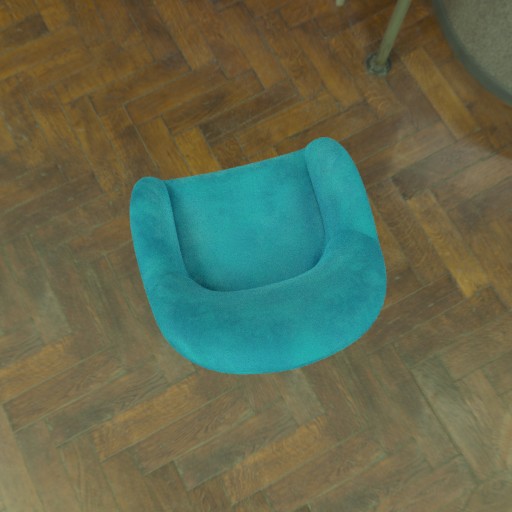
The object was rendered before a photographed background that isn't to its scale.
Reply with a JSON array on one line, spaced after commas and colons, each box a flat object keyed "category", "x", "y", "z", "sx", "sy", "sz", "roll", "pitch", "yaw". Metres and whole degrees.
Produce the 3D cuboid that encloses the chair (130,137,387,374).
[{"category": "chair", "x": 0.000, "y": 0.000, "z": 1.210, "sx": 0.550, "sy": 0.795, "sz": 0.590, "roll": -13, "pitch": 78, "yaw": -3}]
